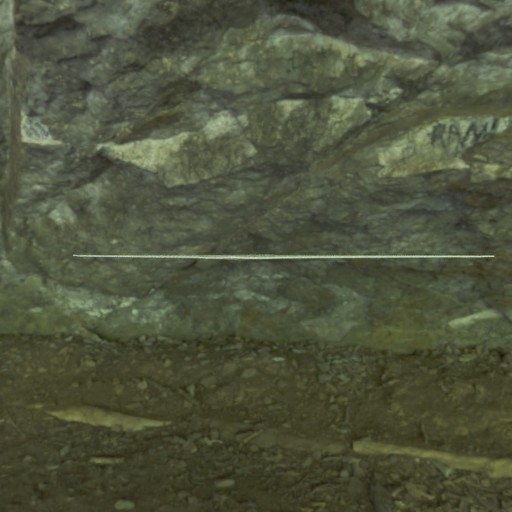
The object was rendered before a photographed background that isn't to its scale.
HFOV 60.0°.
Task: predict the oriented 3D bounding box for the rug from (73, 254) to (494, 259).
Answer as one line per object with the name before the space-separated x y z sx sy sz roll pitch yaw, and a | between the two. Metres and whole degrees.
rug | 0.000 0.000 4.027 2.451 0.026 3.069 0 0 -35
